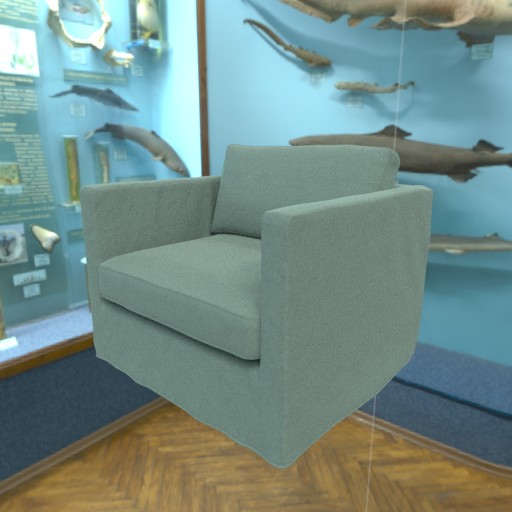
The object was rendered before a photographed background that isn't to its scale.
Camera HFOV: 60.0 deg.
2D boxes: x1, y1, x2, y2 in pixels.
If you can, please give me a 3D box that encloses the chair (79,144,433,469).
[{"bbox_3d":[0.000,0.000,1.769,1.057,0.863,0.949,13,19,40],"label":"chair"}]
